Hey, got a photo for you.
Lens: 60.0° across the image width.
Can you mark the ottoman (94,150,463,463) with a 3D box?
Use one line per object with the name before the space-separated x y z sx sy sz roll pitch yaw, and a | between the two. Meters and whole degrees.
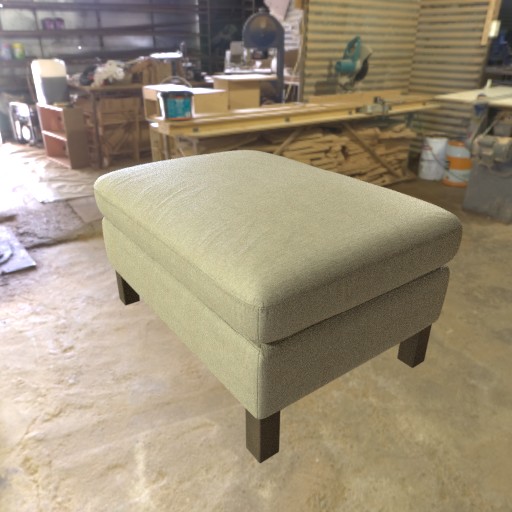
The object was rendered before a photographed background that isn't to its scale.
ottoman | 0.000 0.000 1.045 0.528 0.404 0.735 -18 31 -32
